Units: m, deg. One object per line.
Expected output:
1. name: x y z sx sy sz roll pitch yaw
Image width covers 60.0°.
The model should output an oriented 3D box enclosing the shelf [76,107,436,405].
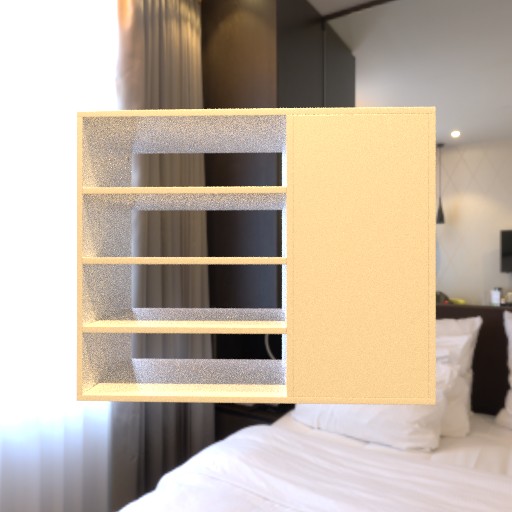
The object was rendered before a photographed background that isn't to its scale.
1. shelf: 0.000 0.000 1.300 0.895 0.732 0.396 0 0 2
